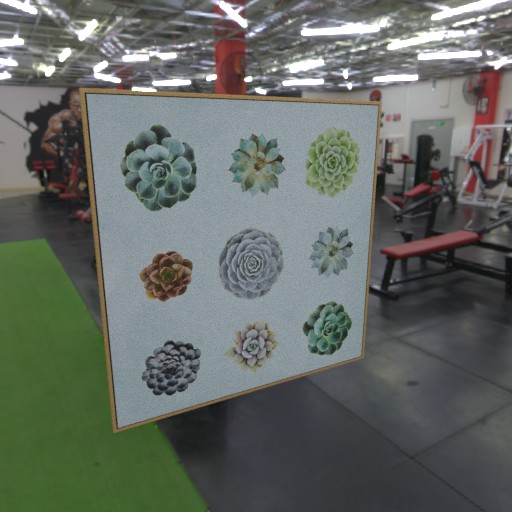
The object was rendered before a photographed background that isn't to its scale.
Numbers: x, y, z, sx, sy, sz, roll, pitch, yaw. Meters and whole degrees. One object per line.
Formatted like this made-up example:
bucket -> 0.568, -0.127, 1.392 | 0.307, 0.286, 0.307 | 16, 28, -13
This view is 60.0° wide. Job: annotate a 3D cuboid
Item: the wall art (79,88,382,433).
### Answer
wall art -> 0.000, 0.000, 1.409 | 0.962, 0.959, 0.013 | -8, 17, -27
